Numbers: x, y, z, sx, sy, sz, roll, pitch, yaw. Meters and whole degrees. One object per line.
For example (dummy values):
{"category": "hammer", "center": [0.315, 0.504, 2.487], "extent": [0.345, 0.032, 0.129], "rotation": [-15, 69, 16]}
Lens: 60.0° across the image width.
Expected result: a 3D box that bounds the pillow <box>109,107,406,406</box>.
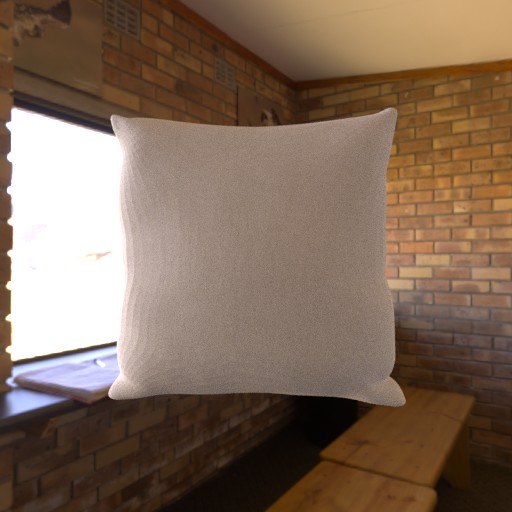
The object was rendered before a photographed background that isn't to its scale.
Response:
{"category": "pillow", "center": [0.000, 0.000, 0.665], "extent": [0.440, 0.441, 0.182], "rotation": [0, 0, 1]}
